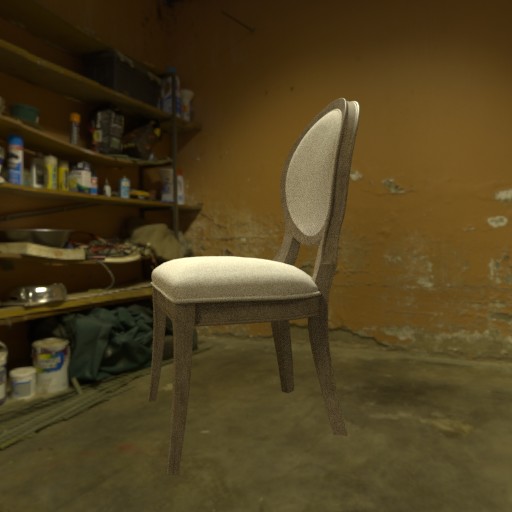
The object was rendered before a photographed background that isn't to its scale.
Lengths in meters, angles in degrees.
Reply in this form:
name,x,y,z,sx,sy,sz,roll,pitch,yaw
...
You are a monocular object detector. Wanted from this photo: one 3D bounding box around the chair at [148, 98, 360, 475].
name,x,y,z,sx,sy,sz,roll,pitch,yaw
chair,0.000,0.000,1.351,0.602,0.990,0.558,0,1,-18
